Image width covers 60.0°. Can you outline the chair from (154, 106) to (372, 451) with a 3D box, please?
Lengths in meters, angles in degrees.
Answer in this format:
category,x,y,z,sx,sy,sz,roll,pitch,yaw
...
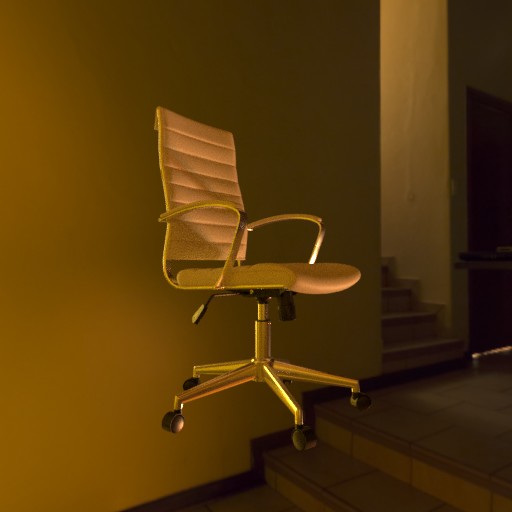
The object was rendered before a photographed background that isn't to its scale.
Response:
category,x,y,z,sx,sy,sz,roll,pitch,yaw
chair,0.000,0.000,1.685,0.739,1.149,0.766,-1,-1,36
